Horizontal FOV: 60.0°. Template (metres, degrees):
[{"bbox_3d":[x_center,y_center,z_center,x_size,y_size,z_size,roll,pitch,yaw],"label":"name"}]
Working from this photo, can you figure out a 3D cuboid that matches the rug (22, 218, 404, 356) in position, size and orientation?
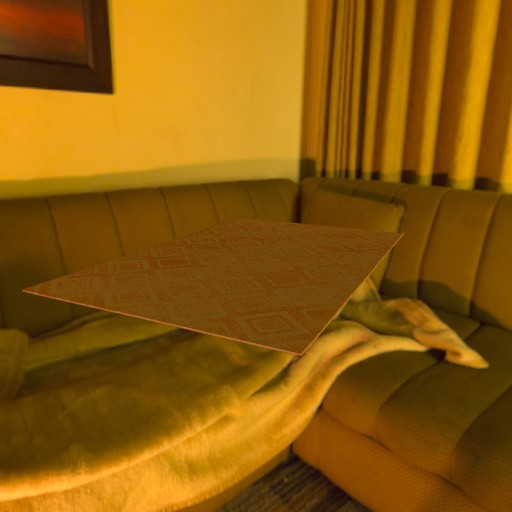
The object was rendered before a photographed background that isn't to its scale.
[{"bbox_3d":[0.000,0.000,2.318,1.213,0.010,1.829,7,17,26],"label":"rug"}]
